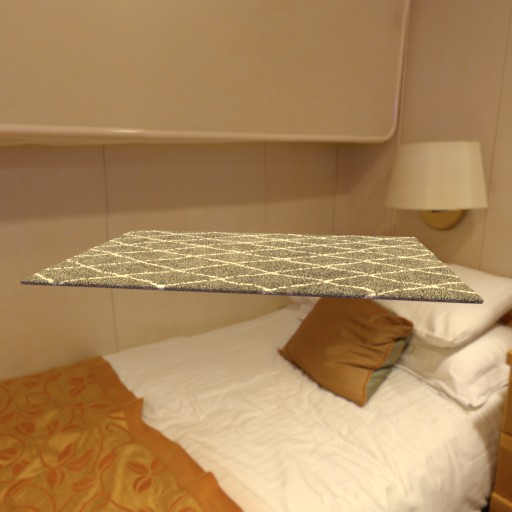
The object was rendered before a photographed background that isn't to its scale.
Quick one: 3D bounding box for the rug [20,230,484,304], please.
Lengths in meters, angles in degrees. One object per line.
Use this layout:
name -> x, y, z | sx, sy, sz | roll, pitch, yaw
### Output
rug -> 0.000, 0.000, 3.434 | 2.743, 0.030, 1.778 | 2, 14, 7
